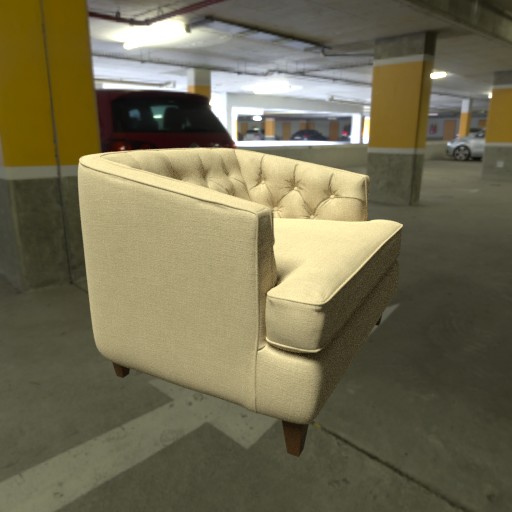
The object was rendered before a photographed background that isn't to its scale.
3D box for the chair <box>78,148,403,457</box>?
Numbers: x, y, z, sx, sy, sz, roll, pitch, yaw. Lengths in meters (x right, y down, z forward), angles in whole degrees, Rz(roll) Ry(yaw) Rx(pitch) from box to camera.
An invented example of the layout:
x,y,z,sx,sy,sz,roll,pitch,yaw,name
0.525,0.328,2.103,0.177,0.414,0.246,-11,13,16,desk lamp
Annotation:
x,y,z,sx,sy,sz,roll,pitch,yaw,name
0.000,0.000,1.692,0.914,0.787,1.118,8,17,26,chair
